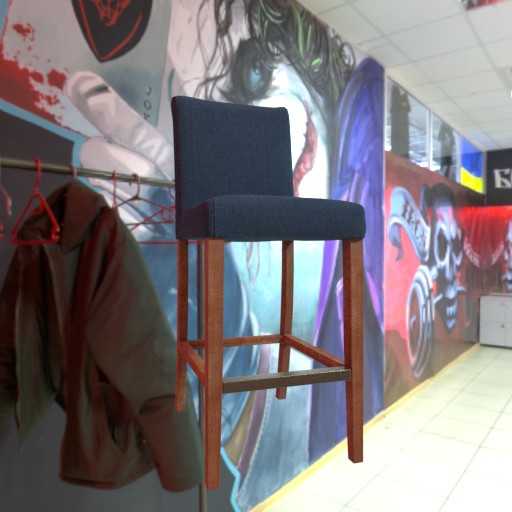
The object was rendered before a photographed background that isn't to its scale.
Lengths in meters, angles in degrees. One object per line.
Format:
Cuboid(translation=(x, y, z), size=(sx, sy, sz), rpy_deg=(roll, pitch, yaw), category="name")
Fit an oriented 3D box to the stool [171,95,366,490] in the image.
Cuboid(translation=(0.000, 0.000, 1.356), size=(0.454, 1.088, 0.574), rpy_deg=(0, 1, -19), category="stool")
